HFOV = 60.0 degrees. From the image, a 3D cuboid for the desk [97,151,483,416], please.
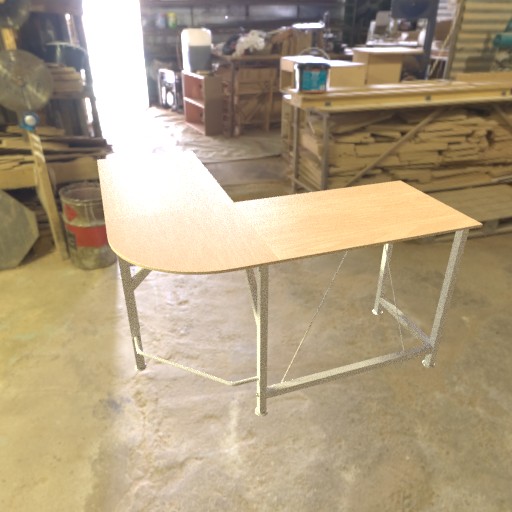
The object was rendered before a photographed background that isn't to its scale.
[{"bbox_3d":[0.000,0.000,2.303,1.400,0.762,1.400,-10,31,-17],"label":"desk"}]
